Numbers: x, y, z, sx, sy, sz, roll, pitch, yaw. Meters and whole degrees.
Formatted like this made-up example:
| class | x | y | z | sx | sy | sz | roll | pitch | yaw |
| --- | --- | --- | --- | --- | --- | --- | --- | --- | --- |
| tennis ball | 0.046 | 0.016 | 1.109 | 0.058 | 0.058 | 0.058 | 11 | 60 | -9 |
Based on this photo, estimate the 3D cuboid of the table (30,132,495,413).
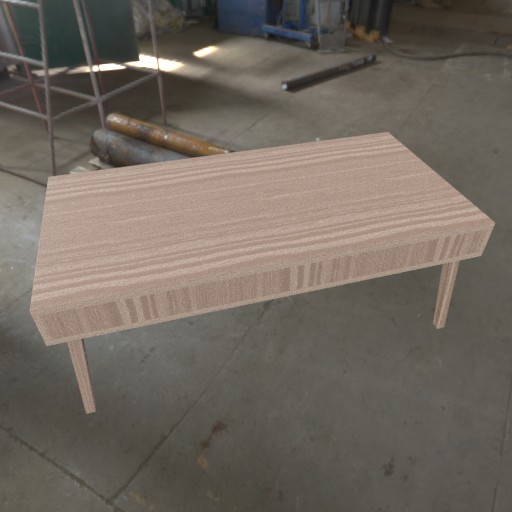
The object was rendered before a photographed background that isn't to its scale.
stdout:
| class | x | y | z | sx | sy | sz | roll | pitch | yaw |
| --- | --- | --- | --- | --- | --- | --- | --- | --- | --- |
| table | 0.000 | 0.000 | 1.458 | 1.200 | 0.450 | 0.600 | -10 | 41 | -12 |
